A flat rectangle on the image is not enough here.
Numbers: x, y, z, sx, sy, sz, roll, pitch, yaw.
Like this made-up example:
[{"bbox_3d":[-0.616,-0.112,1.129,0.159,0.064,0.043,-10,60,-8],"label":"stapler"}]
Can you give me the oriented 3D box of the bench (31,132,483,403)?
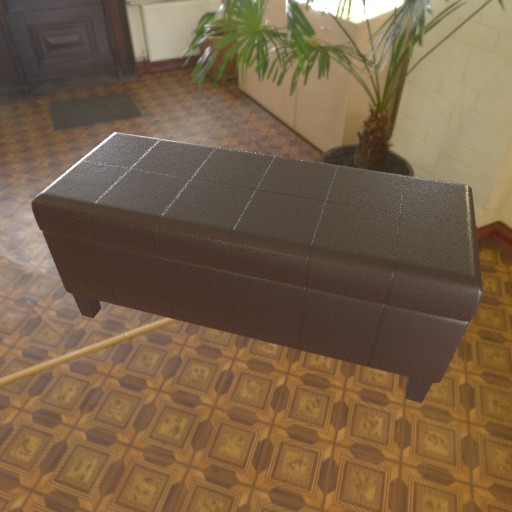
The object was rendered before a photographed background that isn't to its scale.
[{"bbox_3d":[0.000,0.000,1.298,1.092,0.457,0.429,11,42,13],"label":"bench"}]
